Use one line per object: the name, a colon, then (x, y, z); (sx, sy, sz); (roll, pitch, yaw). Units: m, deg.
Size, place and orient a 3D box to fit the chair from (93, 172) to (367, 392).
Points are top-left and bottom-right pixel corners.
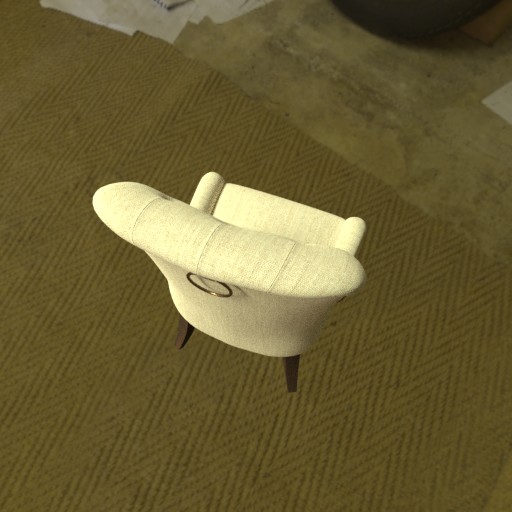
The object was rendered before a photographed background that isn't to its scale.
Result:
chair: (0.000, 0.000, 1.432); (0.634, 1.091, 0.629); (19, 65, 9)
